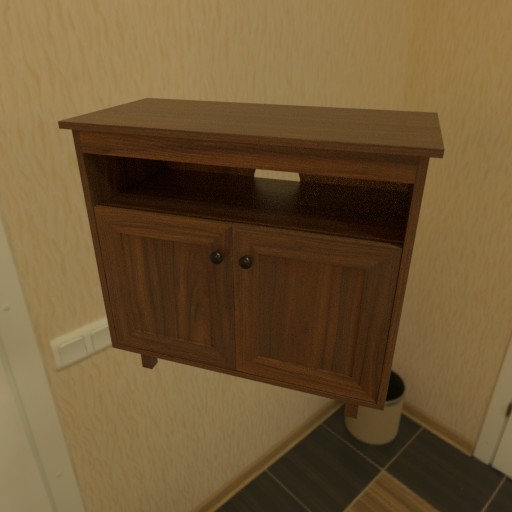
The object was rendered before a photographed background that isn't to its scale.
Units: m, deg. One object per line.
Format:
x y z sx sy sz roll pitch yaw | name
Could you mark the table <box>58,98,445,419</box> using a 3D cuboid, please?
0.000 0.000 1.193 0.802 0.725 0.390 9 29 16 | table
